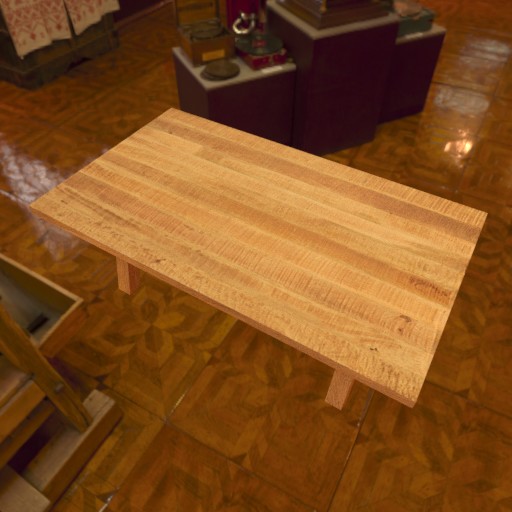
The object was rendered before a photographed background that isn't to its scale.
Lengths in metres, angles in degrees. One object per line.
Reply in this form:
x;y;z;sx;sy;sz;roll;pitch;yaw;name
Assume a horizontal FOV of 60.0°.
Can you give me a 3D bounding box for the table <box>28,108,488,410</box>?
0.000;0.000;1.634;1.320;0.455;0.760;24;52;21;table
